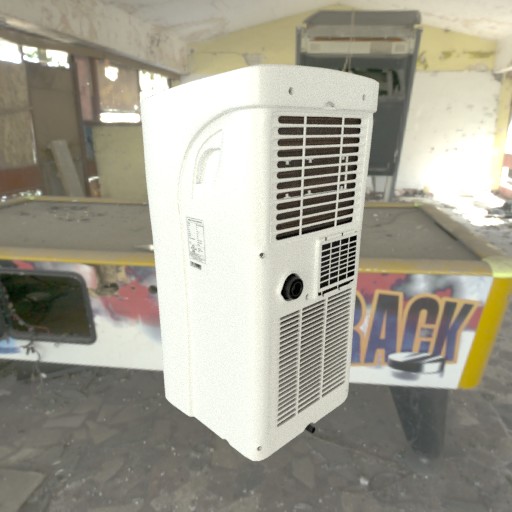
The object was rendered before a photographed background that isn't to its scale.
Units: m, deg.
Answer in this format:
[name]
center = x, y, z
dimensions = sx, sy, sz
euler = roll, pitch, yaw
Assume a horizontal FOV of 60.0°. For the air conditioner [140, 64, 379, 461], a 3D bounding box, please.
[air conditioner]
center = 0.000, 0.000, 0.949
dimensions = 0.352, 0.716, 0.369
euler = -15, 22, -43
